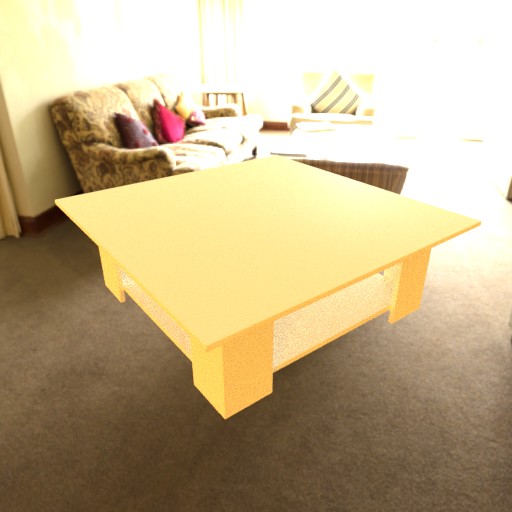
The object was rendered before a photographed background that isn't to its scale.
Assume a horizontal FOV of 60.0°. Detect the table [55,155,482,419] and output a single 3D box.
[{"bbox_3d":[0.000,0.000,1.368,0.890,0.305,0.890,-19,33,-33],"label":"table"}]
